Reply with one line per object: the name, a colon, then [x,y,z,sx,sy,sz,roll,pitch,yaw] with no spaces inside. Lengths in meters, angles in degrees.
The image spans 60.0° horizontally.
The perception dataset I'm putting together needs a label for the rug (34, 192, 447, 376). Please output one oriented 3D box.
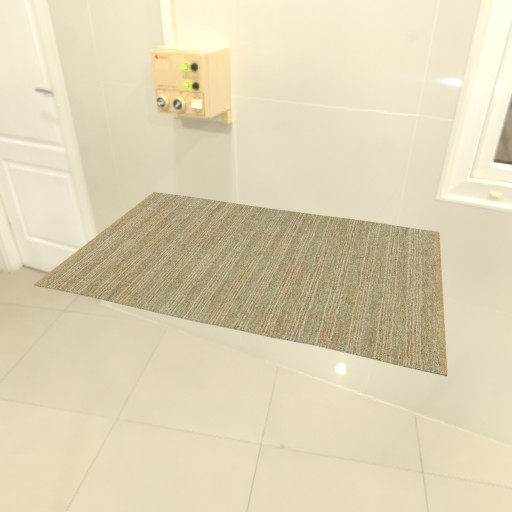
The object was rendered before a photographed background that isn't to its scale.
rug: [0.000,0.000,3.087,2.448,0.012,1.540,10,33,15]
